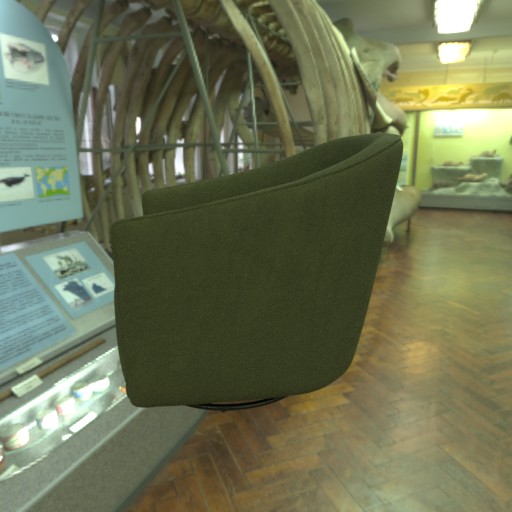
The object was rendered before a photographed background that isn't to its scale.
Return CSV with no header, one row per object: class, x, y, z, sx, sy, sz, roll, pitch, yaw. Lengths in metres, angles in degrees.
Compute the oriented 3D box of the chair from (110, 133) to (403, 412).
chair,0.000,0.000,1.490,0.875,0.799,0.747,-2,14,-7
